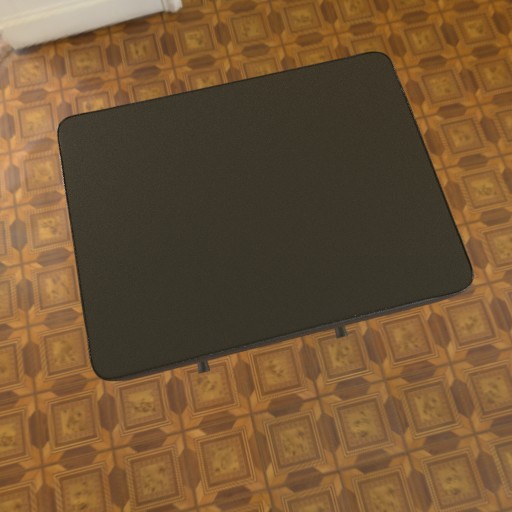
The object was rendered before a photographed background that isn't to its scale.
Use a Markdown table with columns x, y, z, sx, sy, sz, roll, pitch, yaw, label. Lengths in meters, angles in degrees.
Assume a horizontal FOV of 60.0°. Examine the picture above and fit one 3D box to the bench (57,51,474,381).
| x | y | z | sx | sy | sz | roll | pitch | yaw | label |
| --- | --- | --- | --- | --- | --- | --- | --- | --- | --- |
| 0.000 | 0.000 | 0.748 | 0.424 | 0.500 | 0.321 | -13 | 75 | -4 | bench |
